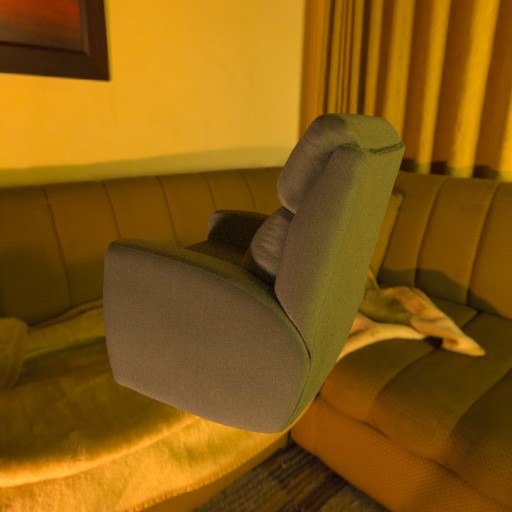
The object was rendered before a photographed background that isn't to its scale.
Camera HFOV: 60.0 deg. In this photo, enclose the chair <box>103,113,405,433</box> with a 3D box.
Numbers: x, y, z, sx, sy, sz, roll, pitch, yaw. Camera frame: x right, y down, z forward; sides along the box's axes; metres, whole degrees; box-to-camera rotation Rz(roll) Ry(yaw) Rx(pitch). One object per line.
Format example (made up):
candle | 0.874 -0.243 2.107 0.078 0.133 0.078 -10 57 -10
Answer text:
chair | 0.000 0.000 1.672 0.940 1.016 0.794 8 18 25
